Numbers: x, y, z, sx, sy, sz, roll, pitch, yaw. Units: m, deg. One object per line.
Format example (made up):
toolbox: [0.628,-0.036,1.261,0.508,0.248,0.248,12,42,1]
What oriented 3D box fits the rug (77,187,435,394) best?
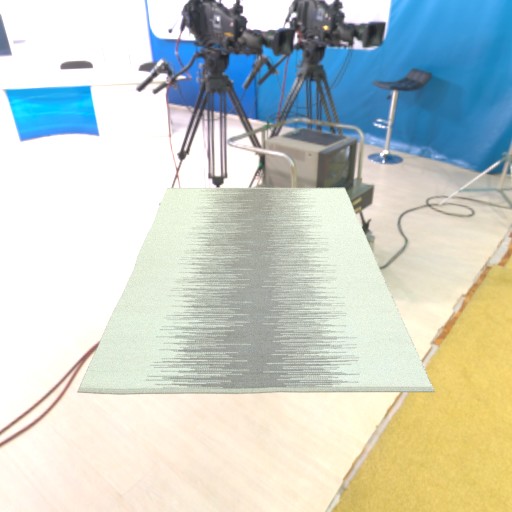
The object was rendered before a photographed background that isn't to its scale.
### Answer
rug: [0.000,0.000,2.285,1.226,0.007,1.815,0,31,0]
